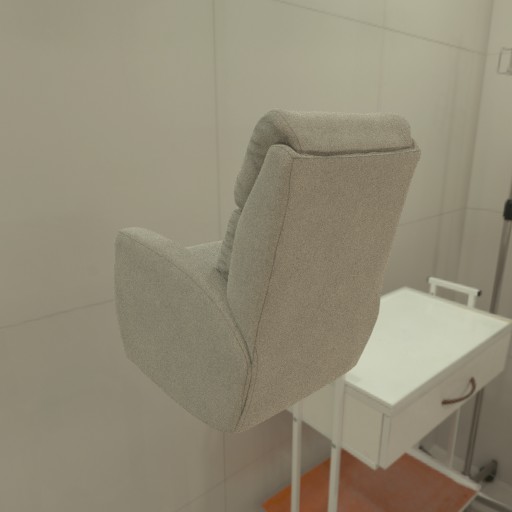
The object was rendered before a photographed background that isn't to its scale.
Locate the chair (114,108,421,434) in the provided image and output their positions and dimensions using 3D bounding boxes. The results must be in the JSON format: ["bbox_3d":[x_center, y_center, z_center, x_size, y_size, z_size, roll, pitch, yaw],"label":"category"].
[{"bbox_3d":[0.000,0.000,1.664,0.794,1.021,0.940,-14,21,-40],"label":"chair"}]
